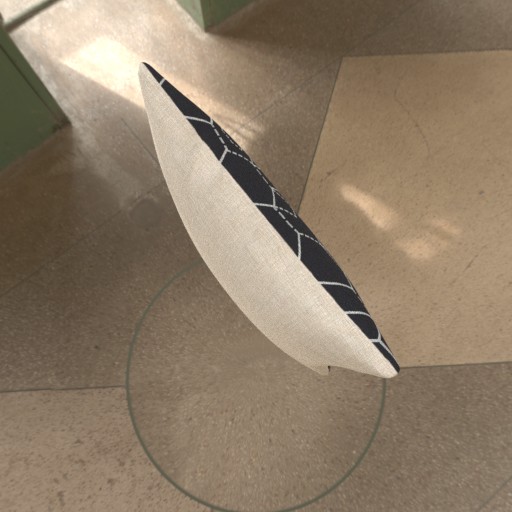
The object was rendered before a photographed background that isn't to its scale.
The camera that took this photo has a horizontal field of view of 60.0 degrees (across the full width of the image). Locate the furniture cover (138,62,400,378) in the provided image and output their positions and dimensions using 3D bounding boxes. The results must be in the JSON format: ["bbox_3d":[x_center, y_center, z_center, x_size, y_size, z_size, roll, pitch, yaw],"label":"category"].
[{"bbox_3d":[0.000,0.000,0.789,0.158,0.508,0.517,-37,78,-9],"label":"furniture cover"}]
